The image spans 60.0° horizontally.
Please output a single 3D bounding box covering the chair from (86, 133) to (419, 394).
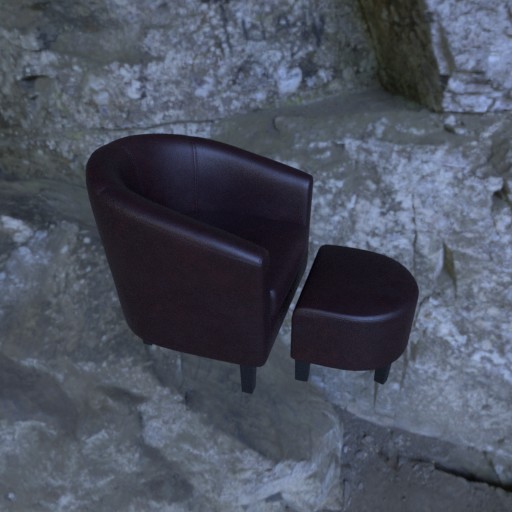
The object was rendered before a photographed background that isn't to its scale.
[{"bbox_3d":[0.000,0.000,1.654,1.176,0.755,0.737,9,32,15],"label":"chair"}]
